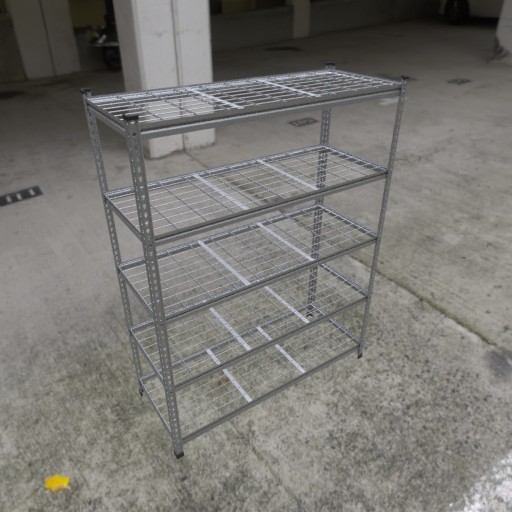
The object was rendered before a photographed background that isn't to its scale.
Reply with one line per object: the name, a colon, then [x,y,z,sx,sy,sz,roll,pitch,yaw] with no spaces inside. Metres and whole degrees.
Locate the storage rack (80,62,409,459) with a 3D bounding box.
storage rack: [0.000,0.000,2.672,1.524,1.981,0.610,-19,36,-28]
